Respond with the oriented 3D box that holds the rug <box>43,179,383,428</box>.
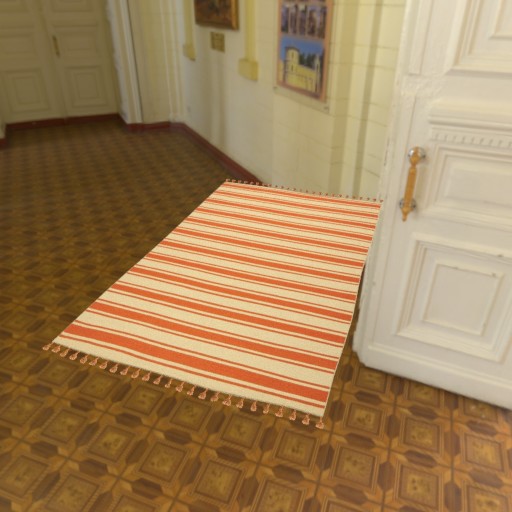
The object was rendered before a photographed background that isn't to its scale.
[{"bbox_3d":[0.000,0.000,2.571,1.232,0.017,2.092,11,33,17],"label":"rug"}]
